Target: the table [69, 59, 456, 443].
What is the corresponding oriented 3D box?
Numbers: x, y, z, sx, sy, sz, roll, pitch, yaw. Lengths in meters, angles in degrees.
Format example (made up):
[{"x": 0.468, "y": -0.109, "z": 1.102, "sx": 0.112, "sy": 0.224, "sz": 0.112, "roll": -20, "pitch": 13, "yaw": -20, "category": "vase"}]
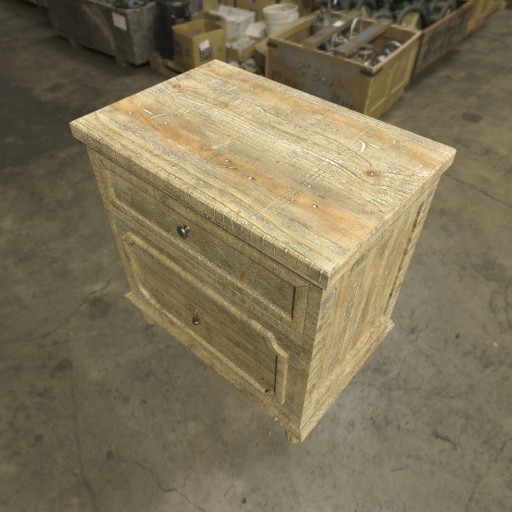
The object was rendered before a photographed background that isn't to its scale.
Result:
[{"x": 0.000, "y": 0.000, "z": 1.171, "sx": 0.686, "sy": 0.711, "sz": 0.457, "roll": 32, "pitch": 54, "yaw": 27, "category": "table"}]
